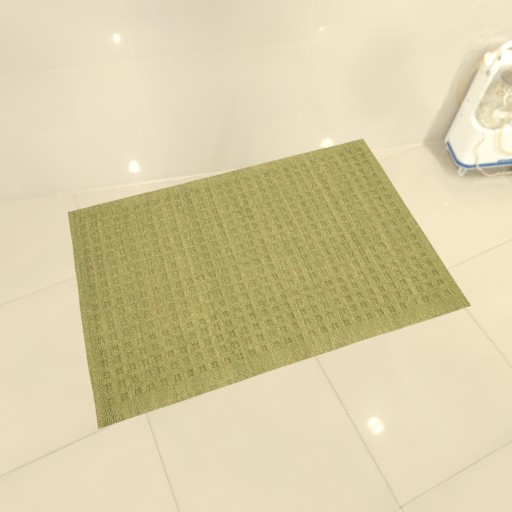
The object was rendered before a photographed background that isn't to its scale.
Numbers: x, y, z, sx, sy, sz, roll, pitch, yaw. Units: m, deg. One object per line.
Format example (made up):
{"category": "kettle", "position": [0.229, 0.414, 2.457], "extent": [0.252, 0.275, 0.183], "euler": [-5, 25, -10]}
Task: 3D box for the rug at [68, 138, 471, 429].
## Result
{"category": "rug", "position": [0.000, 0.000, 2.930], "extent": [2.297, 0.007, 1.529], "euler": [-16, 60, -10]}
